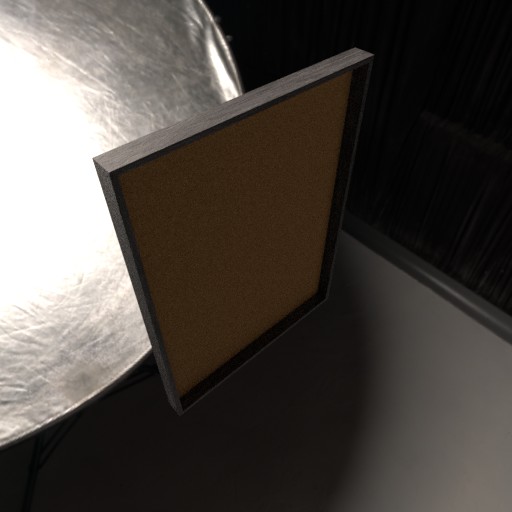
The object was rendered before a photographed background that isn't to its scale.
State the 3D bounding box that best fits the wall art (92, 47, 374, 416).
[{"bbox_3d":[0.000,0.000,1.349,0.762,1.016,0.063,-33,55,-27],"label":"wall art"}]
